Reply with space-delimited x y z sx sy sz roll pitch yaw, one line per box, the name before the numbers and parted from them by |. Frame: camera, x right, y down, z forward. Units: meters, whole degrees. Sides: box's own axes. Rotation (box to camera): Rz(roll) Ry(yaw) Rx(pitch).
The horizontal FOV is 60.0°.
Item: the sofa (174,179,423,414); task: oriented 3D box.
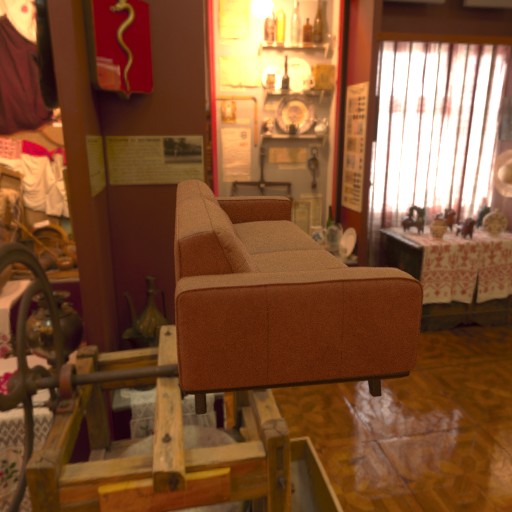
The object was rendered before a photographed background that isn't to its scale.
sofa | 0.000 0.000 2.721 0.953 0.780 2.270 -3 16 -9
